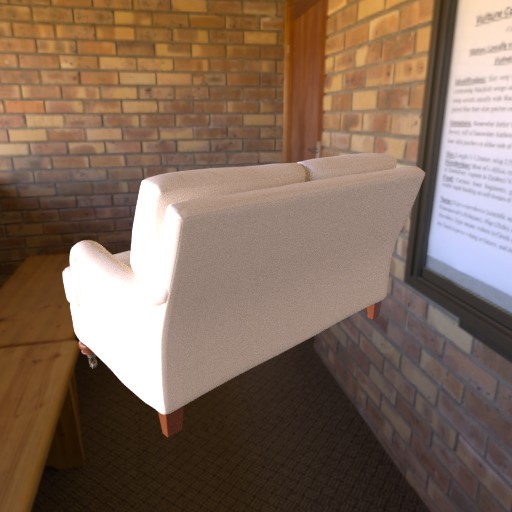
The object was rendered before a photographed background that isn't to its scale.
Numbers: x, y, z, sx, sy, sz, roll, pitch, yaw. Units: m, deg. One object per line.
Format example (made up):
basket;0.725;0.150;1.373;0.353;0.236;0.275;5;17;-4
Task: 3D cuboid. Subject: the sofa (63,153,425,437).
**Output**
sofa;0.000;0.000;2.520;1.853;1.101;1.084;-16;24;-42
